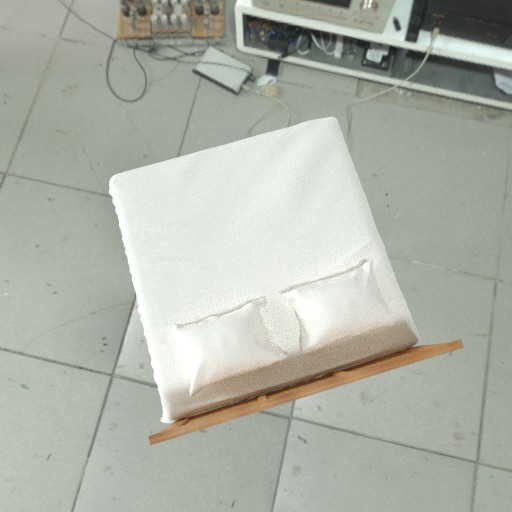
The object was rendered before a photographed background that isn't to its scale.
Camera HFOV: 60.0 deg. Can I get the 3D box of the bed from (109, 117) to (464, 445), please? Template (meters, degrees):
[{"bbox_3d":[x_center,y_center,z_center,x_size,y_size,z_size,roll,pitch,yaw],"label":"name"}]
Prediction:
[{"bbox_3d":[0.000,0.000,3.545,2.317,1.270,2.215,-16,77,-4],"label":"bed"}]
